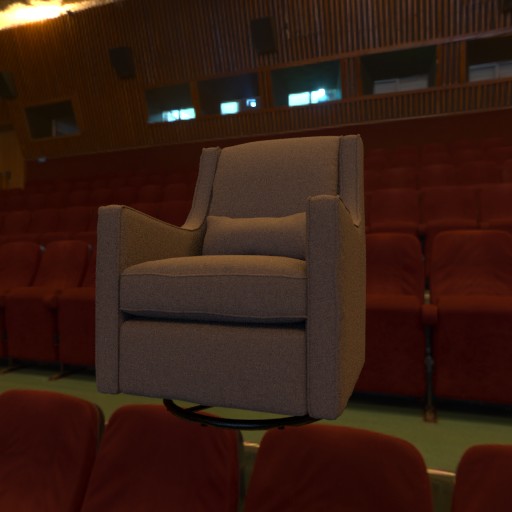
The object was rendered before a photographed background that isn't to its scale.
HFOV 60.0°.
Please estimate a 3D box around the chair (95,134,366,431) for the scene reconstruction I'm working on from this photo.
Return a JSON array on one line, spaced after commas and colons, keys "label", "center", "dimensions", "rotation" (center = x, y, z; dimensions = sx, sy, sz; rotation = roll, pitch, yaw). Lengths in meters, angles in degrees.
[{"label": "chair", "center": [0.000, 0.000, 1.588], "dimensions": [0.732, 0.993, 0.879], "rotation": [0, 0, 19]}]
